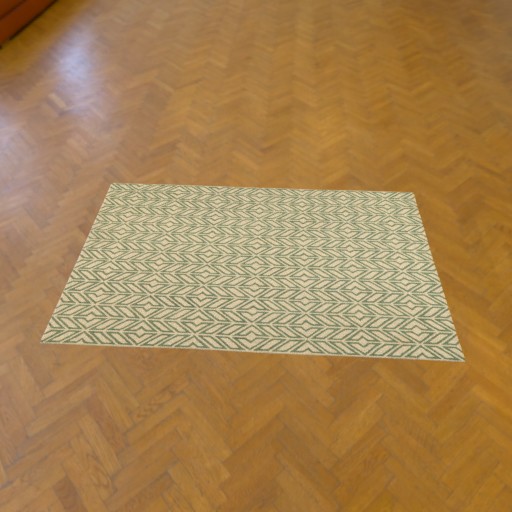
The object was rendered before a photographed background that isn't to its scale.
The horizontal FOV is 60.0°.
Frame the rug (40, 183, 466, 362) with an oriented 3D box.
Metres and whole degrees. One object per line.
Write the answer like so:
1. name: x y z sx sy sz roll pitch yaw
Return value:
1. rug: 0.000 0.000 3.051 2.435 0.011 1.517 2 46 2
